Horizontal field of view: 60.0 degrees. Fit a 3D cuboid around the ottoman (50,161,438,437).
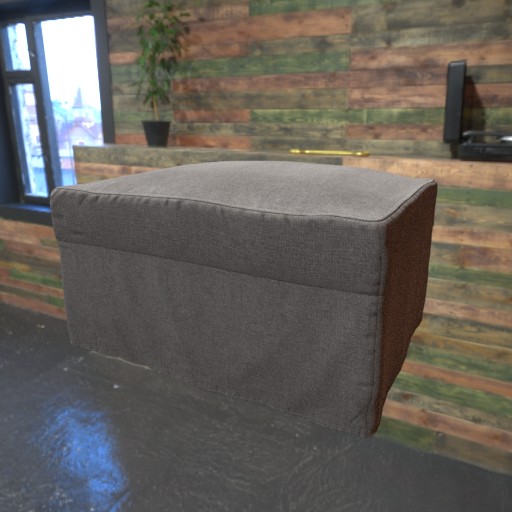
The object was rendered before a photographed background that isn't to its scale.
[{"bbox_3d":[0.000,0.000,1.216,0.833,0.492,0.652,9,19,27],"label":"ottoman"}]
